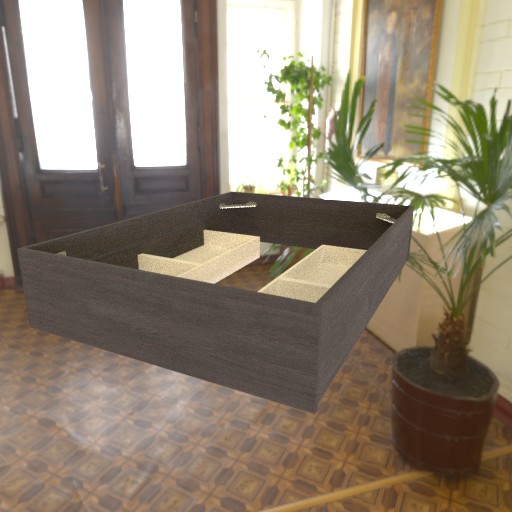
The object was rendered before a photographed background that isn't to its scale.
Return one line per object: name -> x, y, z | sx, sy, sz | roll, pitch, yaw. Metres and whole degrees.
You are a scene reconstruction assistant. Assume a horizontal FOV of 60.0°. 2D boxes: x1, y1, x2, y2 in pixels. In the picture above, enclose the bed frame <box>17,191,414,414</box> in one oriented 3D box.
bed frame -> 0.000, 0.000, 2.588 | 1.448, 0.459, 1.944 | 8, 19, 26
